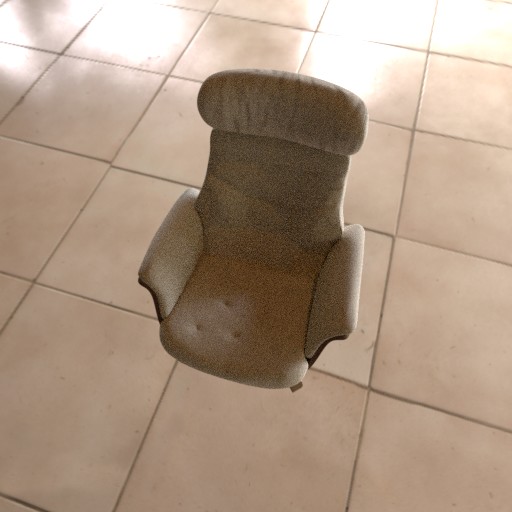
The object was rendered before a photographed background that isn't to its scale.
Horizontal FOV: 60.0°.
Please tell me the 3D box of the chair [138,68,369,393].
[{"bbox_3d":[0.000,0.000,1.610,0.785,0.995,0.837,14,59,9],"label":"chair"}]
